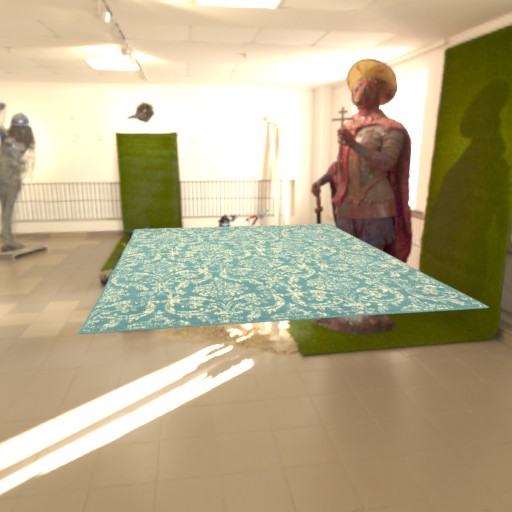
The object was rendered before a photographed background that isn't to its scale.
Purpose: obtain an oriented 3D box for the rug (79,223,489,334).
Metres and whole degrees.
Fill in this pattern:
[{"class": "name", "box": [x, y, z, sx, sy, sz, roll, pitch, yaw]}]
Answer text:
[{"class": "rug", "box": [0.000, 0.000, 3.916, 2.363, 0.012, 2.980, -2, 14, -9]}]
